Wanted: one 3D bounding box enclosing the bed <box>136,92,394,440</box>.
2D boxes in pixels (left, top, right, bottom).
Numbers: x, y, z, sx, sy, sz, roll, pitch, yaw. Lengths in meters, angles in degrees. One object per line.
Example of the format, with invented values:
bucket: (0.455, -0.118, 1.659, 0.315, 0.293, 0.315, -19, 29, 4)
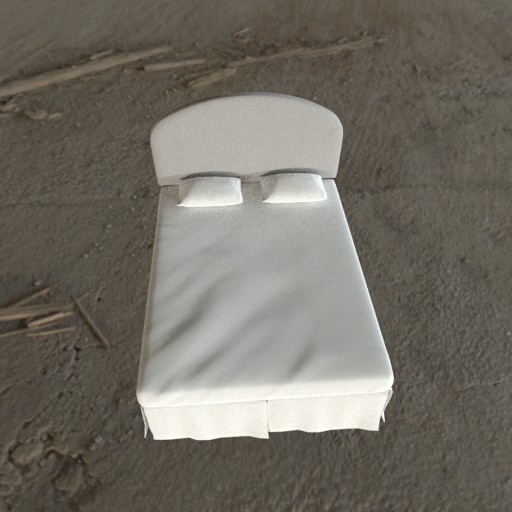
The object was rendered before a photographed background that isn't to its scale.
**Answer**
bed: (0.000, 0.000, 3.092, 1.607, 1.410, 2.005, -3, 47, -3)
